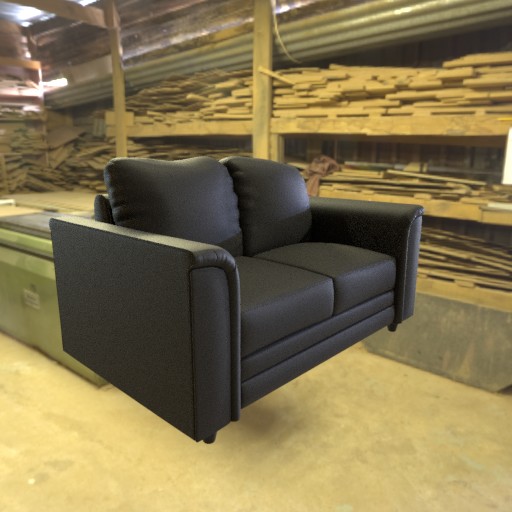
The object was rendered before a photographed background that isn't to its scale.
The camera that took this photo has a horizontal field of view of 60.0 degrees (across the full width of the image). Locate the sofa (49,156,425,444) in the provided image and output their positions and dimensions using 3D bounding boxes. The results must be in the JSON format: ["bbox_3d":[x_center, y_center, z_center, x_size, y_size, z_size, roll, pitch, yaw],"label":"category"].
[{"bbox_3d":[0.000,0.000,1.928,0.887,0.845,1.386,12,18,42],"label":"sofa"}]
